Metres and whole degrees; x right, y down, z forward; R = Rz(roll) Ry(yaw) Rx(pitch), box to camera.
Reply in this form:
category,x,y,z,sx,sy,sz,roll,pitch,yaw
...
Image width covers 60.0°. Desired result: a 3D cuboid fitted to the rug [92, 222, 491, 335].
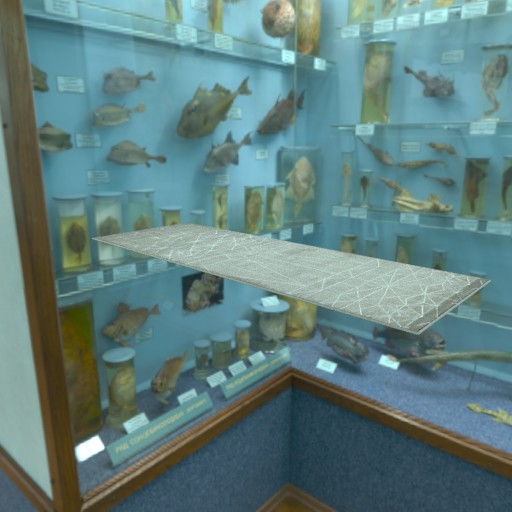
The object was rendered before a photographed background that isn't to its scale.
category,x,y,z,sx,sy,sz,roll,pitch,yaw
rug,0.000,0.000,2.683,2.388,0.012,0.864,13,19,41
